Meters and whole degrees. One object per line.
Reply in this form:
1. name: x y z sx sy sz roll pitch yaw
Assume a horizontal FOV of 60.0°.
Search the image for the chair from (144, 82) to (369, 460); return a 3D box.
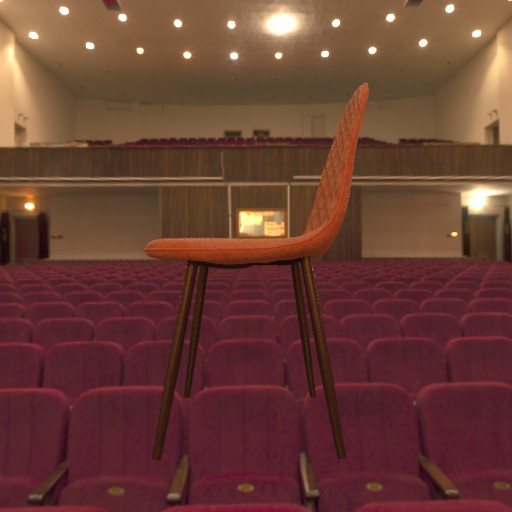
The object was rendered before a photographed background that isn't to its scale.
1. chair: 0.000 0.000 1.194 0.561 0.889 0.472 0 -1 -1
